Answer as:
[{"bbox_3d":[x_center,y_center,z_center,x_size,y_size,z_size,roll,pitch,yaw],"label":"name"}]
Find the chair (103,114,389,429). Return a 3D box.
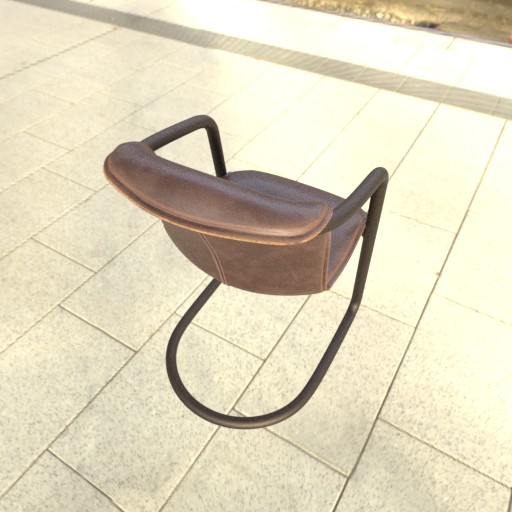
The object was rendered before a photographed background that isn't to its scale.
[{"bbox_3d":[0.000,0.000,1.236,0.536,0.836,0.664,22,50,20],"label":"chair"}]
